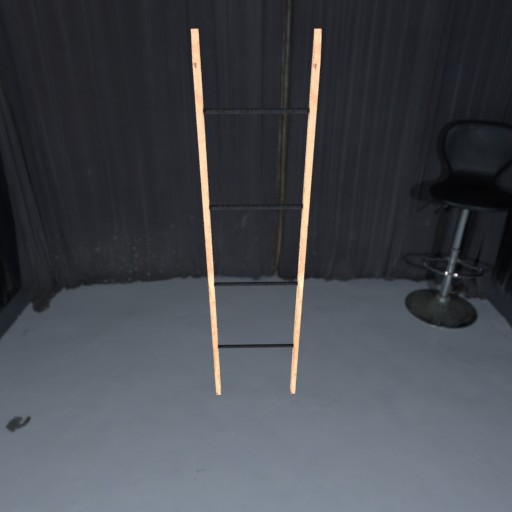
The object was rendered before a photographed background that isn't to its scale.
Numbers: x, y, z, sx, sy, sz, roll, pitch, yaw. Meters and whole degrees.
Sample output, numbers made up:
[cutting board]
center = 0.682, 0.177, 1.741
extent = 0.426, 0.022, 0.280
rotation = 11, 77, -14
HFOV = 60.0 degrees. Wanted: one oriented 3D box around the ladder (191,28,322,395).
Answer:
[ladder]
center = 0.000, 0.000, 1.975
extent = 0.442, 1.805, 0.200
rotation = -1, 28, -1
